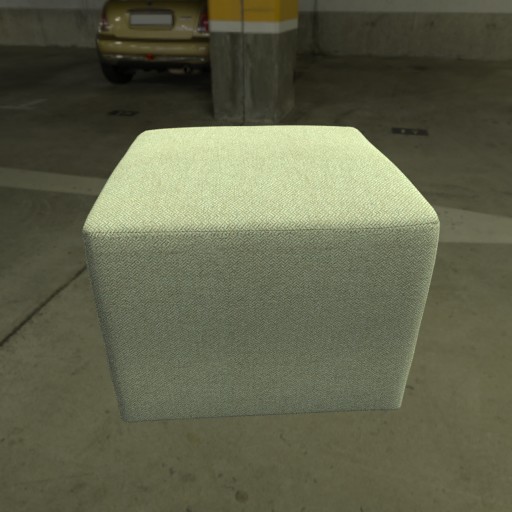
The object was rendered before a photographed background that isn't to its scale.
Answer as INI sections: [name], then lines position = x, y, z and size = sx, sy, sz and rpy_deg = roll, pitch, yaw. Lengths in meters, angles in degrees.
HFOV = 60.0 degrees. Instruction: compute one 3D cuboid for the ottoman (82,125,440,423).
[ottoman]
position = 0.000, 0.000, 0.919
size = 0.521, 0.453, 0.512
rpy_deg = -2, 31, -3
